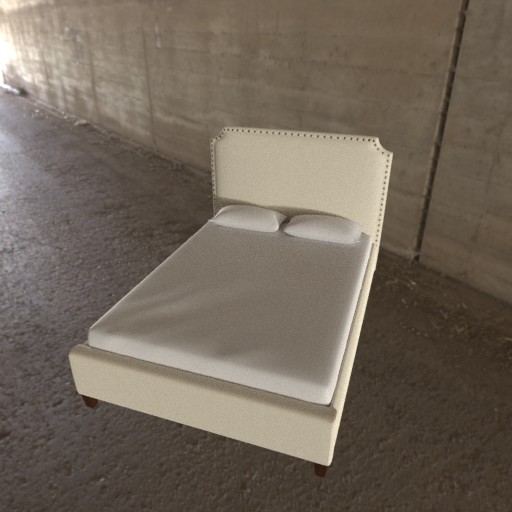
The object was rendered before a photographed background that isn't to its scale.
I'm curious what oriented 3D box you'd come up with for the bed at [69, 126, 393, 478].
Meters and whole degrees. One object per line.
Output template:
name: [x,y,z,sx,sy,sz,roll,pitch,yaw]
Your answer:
bed: [0.000,0.000,3.391,1.712,1.443,2.372,9,29,17]
